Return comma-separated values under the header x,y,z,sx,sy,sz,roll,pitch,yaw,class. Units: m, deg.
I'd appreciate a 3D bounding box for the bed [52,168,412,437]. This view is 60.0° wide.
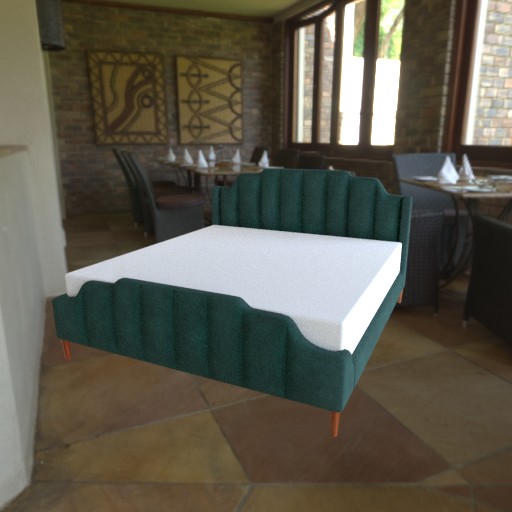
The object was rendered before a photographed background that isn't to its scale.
x,y,z,sx,sy,sz,roll,pitch,yaw,class
0.000,0.000,3.586,2.074,1.245,2.340,7,16,25,bed
